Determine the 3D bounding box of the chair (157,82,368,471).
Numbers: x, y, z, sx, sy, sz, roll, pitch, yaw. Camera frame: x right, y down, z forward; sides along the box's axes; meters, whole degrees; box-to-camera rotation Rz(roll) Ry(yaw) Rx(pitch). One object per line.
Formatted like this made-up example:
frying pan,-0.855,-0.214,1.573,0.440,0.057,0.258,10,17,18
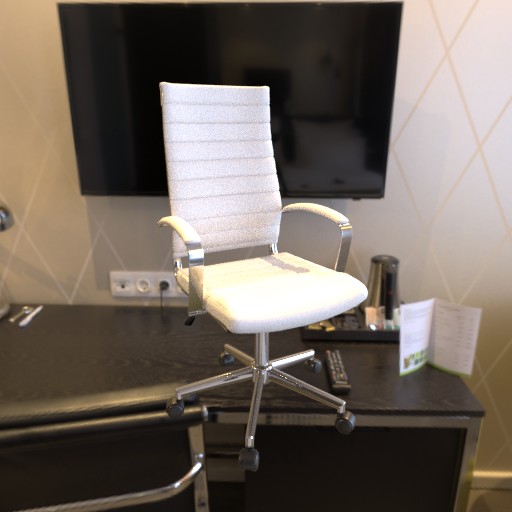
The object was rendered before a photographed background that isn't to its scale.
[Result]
chair,0.000,0.000,1.536,0.679,1.149,0.679,-9,19,-27
